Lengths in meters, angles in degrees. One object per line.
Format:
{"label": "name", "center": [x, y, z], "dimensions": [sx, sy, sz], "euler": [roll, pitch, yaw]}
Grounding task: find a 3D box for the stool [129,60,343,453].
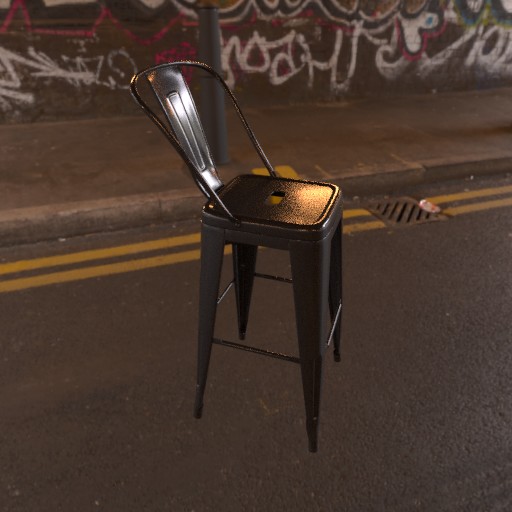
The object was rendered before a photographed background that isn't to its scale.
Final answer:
{"label": "stool", "center": [0.000, 0.000, 1.297], "dimensions": [0.528, 1.022, 0.432], "euler": [10, 32, 17]}
